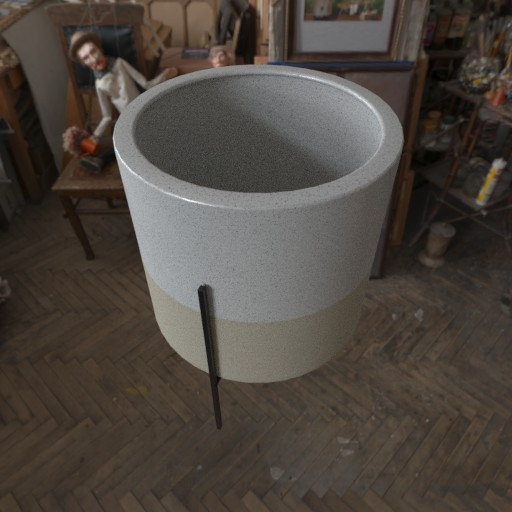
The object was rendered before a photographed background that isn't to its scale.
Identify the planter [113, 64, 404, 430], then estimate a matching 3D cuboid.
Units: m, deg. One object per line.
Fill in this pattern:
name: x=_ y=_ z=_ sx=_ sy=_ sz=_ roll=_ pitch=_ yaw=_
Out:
planter: x=0.000 y=0.000 z=0.724 sx=0.359 sy=0.484 sz=0.368 roll=-30 pitch=52 yaw=-27
